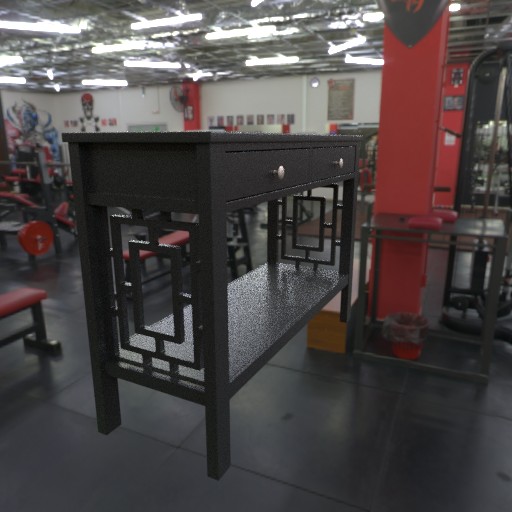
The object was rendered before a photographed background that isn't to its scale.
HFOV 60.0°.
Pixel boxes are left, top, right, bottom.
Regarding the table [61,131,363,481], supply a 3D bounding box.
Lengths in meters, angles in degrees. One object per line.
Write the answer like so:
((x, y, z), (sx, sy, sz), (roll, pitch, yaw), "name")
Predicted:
((0.000, 0.000, 1.425), (0.397, 0.753, 1.068), (8, 17, 27), "table")
